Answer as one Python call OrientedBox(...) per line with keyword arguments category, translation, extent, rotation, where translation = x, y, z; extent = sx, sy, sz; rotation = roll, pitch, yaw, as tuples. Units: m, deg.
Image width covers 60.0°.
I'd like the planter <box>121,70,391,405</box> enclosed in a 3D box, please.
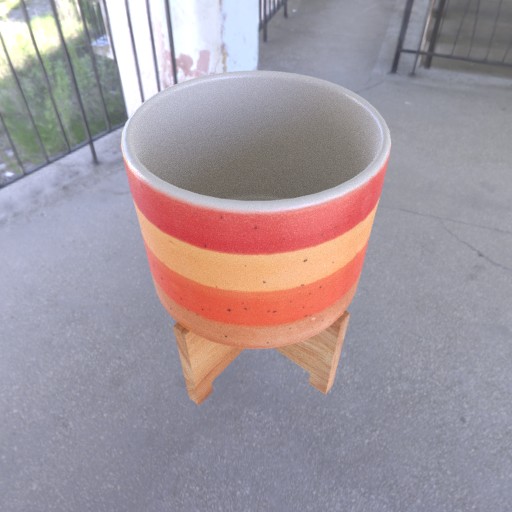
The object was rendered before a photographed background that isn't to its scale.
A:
OrientedBox(category="planter", translation=(0.000, 0.000, 0.411), extent=(0.199, 0.268, 0.199), rotation=(0, 45, 0))
